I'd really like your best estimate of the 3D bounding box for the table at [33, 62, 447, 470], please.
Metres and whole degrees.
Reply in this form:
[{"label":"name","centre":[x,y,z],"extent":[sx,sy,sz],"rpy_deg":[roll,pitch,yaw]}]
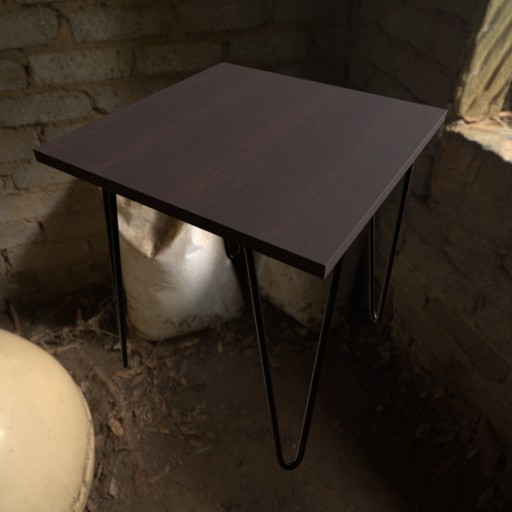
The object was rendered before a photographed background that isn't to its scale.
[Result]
[{"label":"table","centre":[0.000,0.000,0.916],"extent":[0.495,0.559,0.495],"rpy_deg":[23,46,24]}]
